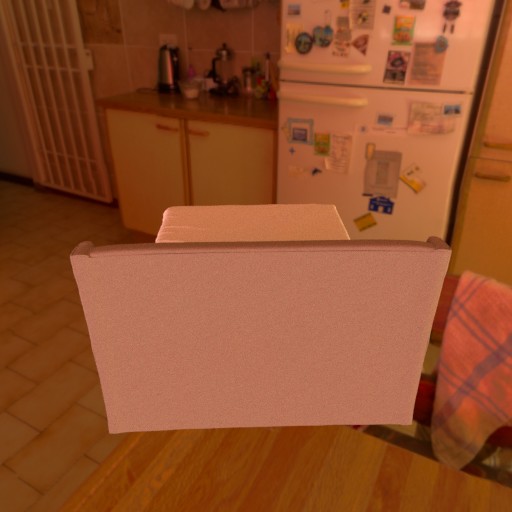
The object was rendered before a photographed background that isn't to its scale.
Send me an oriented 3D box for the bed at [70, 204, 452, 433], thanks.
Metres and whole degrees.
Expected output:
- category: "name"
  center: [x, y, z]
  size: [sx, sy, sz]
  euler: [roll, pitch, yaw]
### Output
- category: "bed"
  center: [0.000, 0.000, 3.479]
  size: [1.925, 1.332, 2.276]
  euler: [-1, 29, -2]
